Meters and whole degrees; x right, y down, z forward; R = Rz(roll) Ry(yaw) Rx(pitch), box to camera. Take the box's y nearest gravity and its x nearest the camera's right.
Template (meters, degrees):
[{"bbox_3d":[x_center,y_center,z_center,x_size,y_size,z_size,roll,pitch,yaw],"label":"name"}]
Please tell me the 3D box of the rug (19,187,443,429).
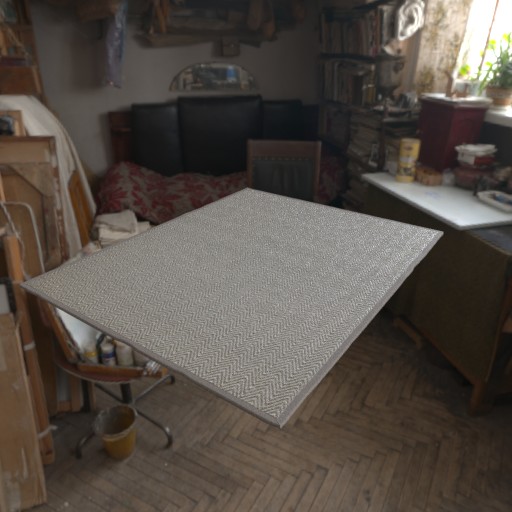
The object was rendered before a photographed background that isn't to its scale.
[{"bbox_3d":[0.000,0.000,3.923,2.434,0.032,3.007,18,32,31],"label":"rug"}]
